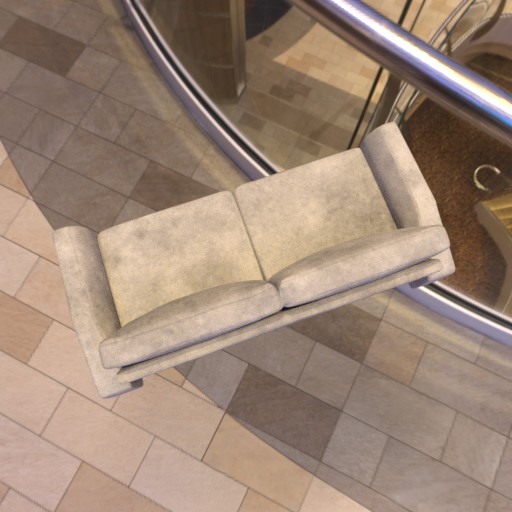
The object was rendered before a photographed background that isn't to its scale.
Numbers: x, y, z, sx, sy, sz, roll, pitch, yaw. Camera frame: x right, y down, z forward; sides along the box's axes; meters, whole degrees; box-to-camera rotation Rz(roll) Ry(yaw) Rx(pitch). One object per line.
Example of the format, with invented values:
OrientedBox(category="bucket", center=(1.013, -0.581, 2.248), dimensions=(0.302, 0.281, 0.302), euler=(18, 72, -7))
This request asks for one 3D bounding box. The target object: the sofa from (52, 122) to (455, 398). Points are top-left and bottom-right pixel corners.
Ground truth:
OrientedBox(category="sofa", center=(0.000, 0.000, 2.286), dimensions=(1.837, 0.859, 0.849), euler=(-19, 75, -5))
